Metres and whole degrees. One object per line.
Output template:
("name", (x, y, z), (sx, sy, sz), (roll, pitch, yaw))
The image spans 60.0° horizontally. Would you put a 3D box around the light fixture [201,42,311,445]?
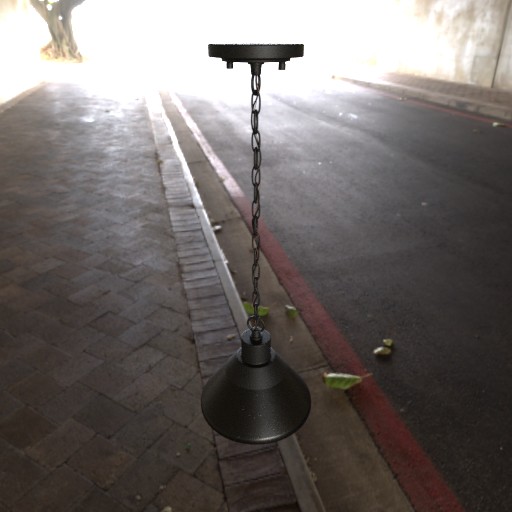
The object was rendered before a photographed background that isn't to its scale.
("light fixture", (0.000, 0.000, 0.681), (0.201, 0.588, 0.201), (9, 28, 17))
